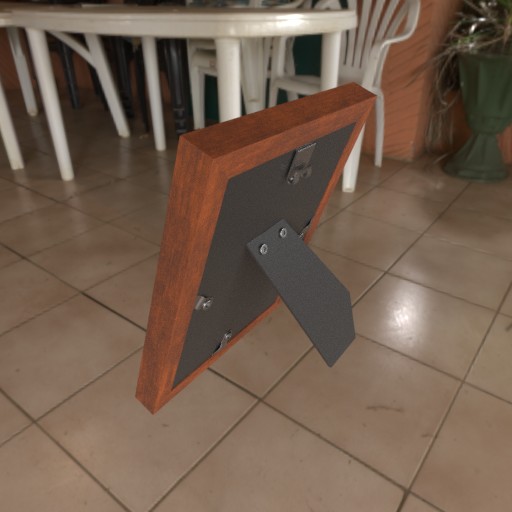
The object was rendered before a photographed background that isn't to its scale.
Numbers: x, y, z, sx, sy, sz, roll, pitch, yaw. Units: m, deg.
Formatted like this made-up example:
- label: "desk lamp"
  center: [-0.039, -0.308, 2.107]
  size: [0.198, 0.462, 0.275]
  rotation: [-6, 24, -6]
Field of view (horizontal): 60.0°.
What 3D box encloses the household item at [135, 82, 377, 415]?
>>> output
- label: "household item"
  center: [0.000, 0.000, 0.298]
  size: [0.096, 0.204, 0.160]
  rotation: [21, 36, 31]
